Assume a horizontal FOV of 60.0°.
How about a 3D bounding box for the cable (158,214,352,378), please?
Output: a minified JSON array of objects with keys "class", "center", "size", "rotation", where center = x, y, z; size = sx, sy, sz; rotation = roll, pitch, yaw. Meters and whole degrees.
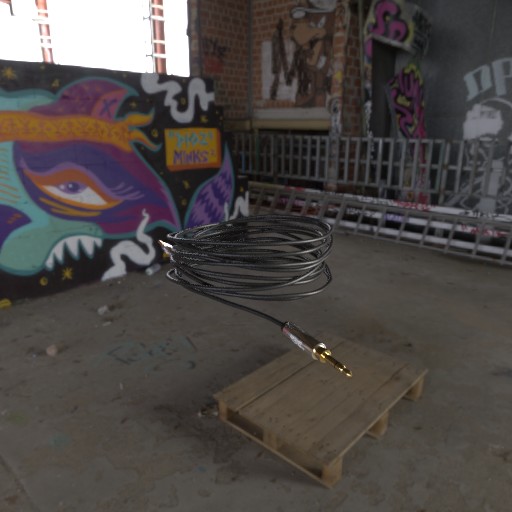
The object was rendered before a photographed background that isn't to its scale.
[{"class":"cable","center":[0.000,0.000,0.504],"size":[0.198,0.069,0.432],"rotation":[-8,18,-26]}]
